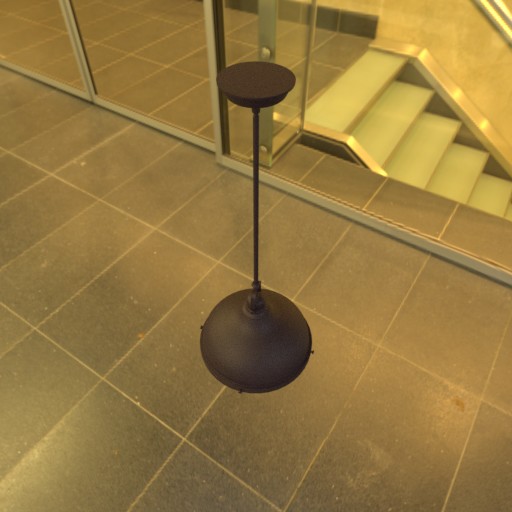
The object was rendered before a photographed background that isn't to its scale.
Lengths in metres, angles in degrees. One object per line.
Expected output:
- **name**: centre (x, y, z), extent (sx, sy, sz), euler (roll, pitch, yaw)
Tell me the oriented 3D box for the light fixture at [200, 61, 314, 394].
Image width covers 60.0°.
- **light fixture**: centre (0.000, 0.000, 1.033), extent (0.341, 0.849, 0.341), euler (11, 48, 10)
